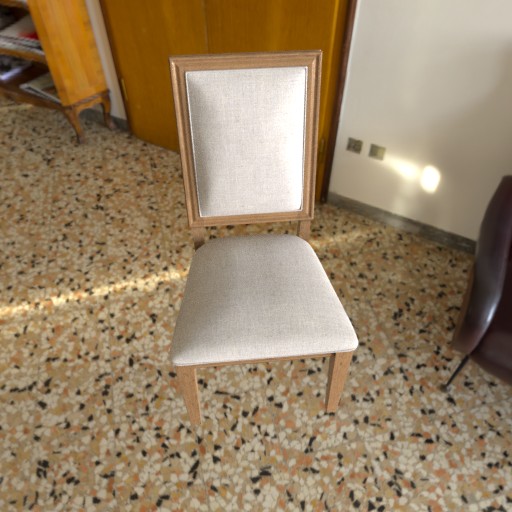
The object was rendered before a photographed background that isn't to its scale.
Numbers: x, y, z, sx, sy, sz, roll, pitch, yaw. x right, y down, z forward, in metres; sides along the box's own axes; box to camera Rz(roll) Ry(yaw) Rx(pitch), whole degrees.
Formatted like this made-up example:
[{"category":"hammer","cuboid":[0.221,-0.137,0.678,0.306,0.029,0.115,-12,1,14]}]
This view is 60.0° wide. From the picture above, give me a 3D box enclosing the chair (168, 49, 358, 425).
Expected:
[{"category":"chair","cuboid":[0.000,0.000,1.357,0.536,0.988,0.601,-4,47,-4]}]
